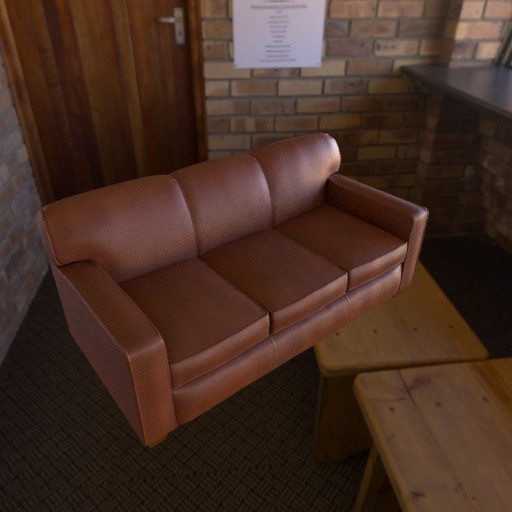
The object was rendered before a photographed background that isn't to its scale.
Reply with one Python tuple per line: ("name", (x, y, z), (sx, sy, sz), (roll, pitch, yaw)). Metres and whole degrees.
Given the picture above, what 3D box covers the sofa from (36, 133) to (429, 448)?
("sofa", (0.000, 0.000, 2.594), (2.039, 0.953, 1.008), (-23, 39, -32))
